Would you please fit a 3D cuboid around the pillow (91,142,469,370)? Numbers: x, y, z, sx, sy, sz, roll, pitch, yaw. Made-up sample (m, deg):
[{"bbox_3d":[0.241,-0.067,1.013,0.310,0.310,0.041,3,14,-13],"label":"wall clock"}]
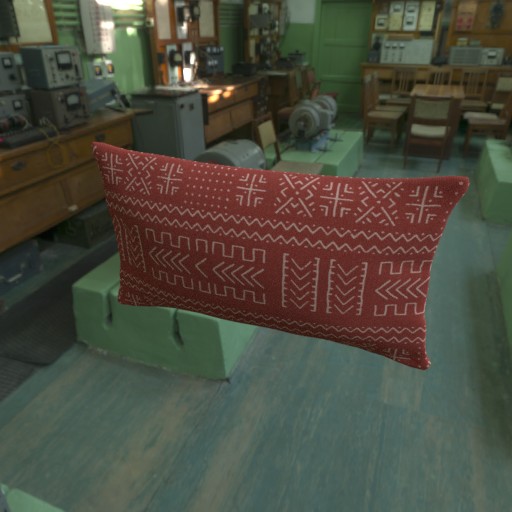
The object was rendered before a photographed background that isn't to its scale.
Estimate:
[{"bbox_3d":[0.000,0.000,0.784,0.640,0.352,0.130,9,29,17],"label":"pillow"}]
